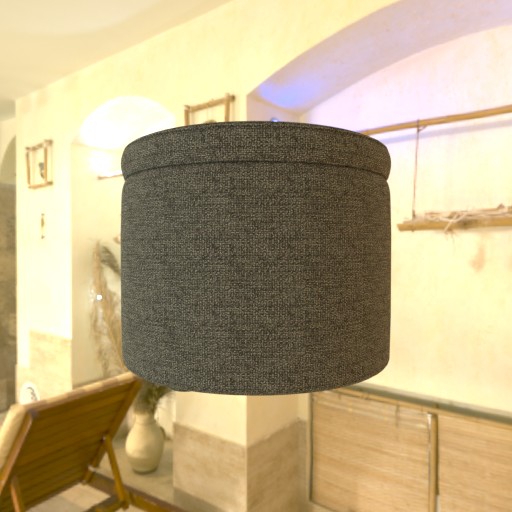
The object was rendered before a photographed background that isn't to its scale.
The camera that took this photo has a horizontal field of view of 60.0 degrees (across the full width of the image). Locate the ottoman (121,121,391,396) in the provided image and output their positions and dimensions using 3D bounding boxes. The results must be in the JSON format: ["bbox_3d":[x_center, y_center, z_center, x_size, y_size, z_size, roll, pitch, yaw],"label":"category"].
[{"bbox_3d":[0.000,0.000,0.891,0.520,0.430,0.520,0,1,0],"label":"ottoman"}]
